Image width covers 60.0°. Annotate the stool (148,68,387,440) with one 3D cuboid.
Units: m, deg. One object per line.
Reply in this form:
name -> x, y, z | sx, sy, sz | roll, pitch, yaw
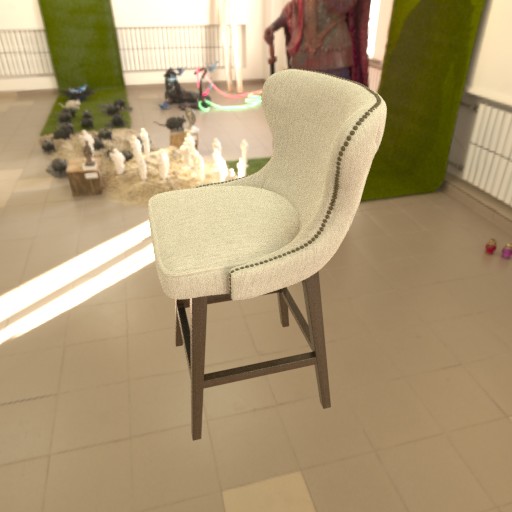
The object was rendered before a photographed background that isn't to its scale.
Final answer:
stool -> 0.000, 0.000, 1.343 | 0.597, 0.972, 0.615 | -8, 33, -13
